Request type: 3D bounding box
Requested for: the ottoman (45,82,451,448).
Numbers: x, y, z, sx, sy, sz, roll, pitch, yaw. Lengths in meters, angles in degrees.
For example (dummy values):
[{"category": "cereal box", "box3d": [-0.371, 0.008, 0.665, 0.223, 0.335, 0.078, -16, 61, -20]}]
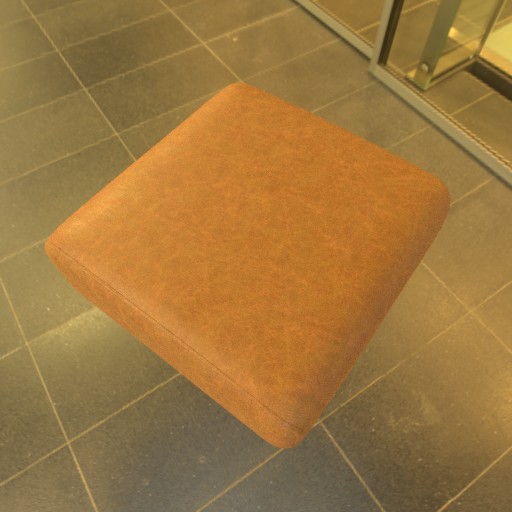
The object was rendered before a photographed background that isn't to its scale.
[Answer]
[{"category": "ottoman", "box3d": [0.000, 0.000, 1.066, 0.650, 0.399, 0.650, 33, 64, 18]}]
